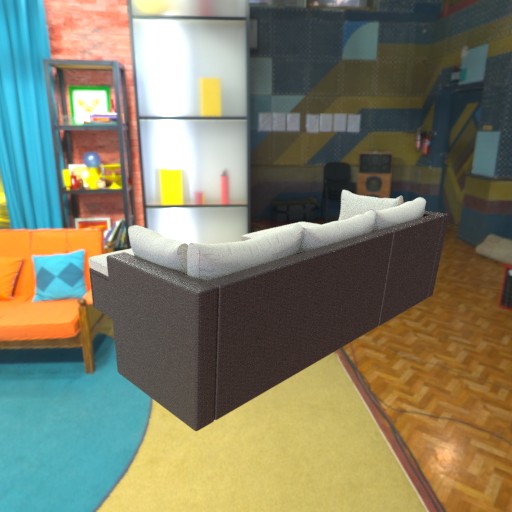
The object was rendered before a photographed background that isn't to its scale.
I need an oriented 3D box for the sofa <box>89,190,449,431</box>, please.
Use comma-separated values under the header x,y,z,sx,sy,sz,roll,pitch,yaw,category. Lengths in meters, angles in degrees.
x,y,z,sx,sy,sz,roll,pitch,yaw,category
0.000,0.000,2.950,2.192,0.766,1.612,-15,22,-43,sofa
